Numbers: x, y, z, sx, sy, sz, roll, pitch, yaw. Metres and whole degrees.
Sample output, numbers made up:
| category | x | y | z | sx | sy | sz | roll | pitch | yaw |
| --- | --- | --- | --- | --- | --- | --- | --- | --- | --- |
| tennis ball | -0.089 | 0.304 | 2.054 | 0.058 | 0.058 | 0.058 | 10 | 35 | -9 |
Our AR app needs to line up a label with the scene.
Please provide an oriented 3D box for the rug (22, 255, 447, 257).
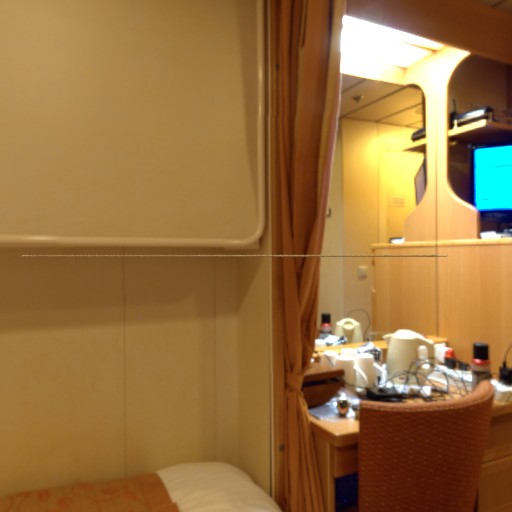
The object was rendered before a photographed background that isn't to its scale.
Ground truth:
| category | x | y | z | sx | sy | sz | roll | pitch | yaw |
| --- | --- | --- | --- | --- | --- | --- | --- | --- | --- |
| rug | 0.000 | 0.000 | 4.111 | 3.043 | 0.013 | 2.444 | 0 | 0 | 17 |
